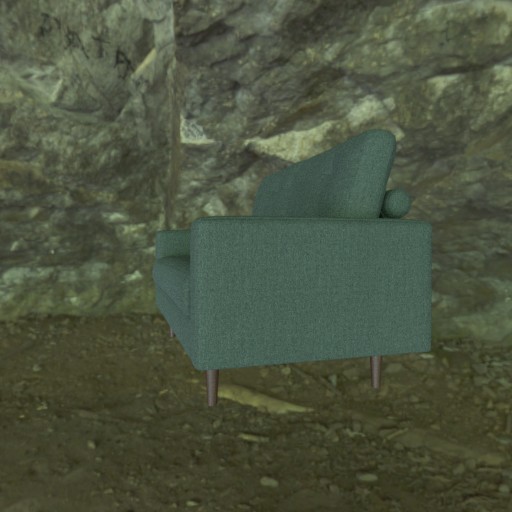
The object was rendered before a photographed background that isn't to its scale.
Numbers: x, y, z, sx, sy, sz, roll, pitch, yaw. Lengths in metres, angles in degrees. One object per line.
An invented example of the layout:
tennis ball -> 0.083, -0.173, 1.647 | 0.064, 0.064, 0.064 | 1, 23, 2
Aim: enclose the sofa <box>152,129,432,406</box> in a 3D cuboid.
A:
sofa -> 0.000, 0.000, 1.997 | 0.842, 0.907, 1.407 | 0, 2, -17
